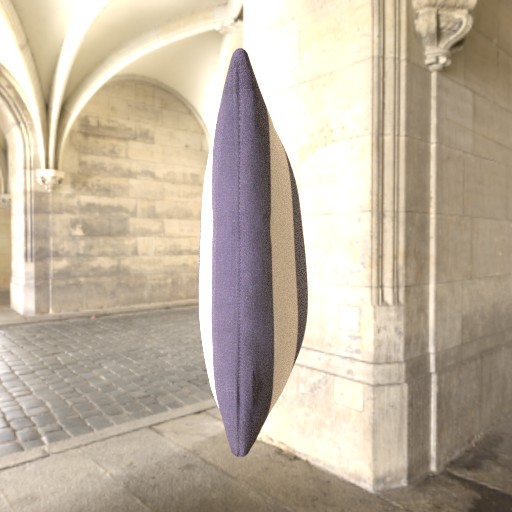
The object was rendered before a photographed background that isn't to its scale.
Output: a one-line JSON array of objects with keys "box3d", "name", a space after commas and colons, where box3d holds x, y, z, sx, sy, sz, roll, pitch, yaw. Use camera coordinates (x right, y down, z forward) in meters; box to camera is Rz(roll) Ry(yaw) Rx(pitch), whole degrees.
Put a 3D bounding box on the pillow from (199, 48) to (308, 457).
[{"box3d": [0.000, 0.000, 0.811, 0.189, 0.526, 0.536, 0, 1, 2], "name": "pillow"}]
